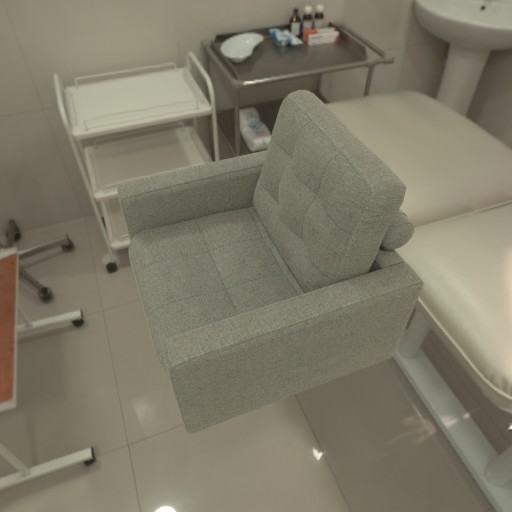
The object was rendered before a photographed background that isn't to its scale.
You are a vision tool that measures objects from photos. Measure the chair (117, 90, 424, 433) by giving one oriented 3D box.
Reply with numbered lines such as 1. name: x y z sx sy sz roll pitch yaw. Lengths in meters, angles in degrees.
1. chair: 0.000 0.000 1.569 0.843 0.880 0.821 -16 49 -15
